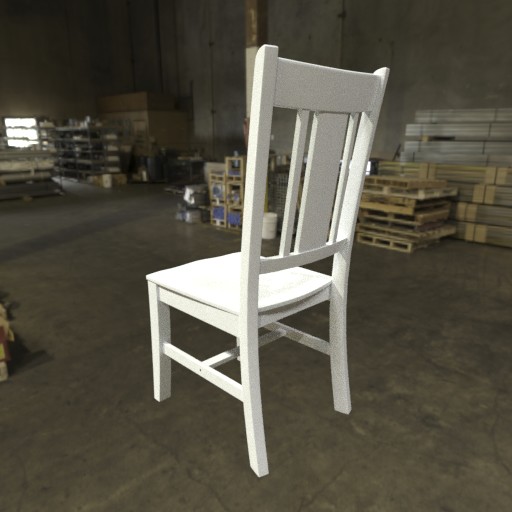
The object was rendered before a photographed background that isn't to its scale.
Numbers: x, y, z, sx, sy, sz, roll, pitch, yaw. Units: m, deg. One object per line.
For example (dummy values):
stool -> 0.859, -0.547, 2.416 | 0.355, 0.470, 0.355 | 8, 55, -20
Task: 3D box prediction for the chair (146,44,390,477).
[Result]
chair -> 0.000, 0.000, 1.277 | 0.450, 0.998, 0.555 | -15, 21, -42
